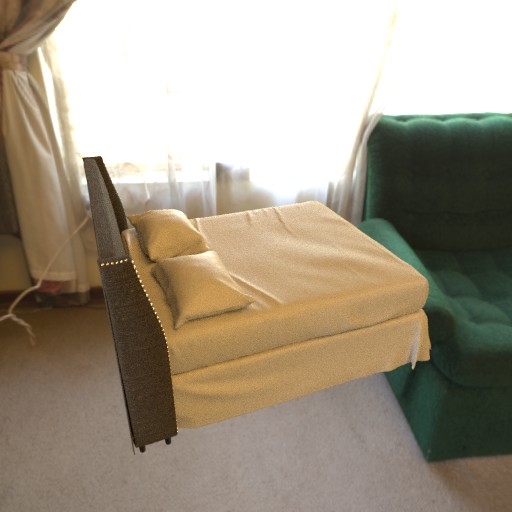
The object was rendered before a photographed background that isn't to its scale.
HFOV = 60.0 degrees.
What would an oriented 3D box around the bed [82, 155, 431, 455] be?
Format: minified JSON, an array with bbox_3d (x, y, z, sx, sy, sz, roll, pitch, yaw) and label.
[{"bbox_3d":[0.000,0.000,3.428,2.276,1.332,1.925,-10,30,-19],"label":"bed"}]
